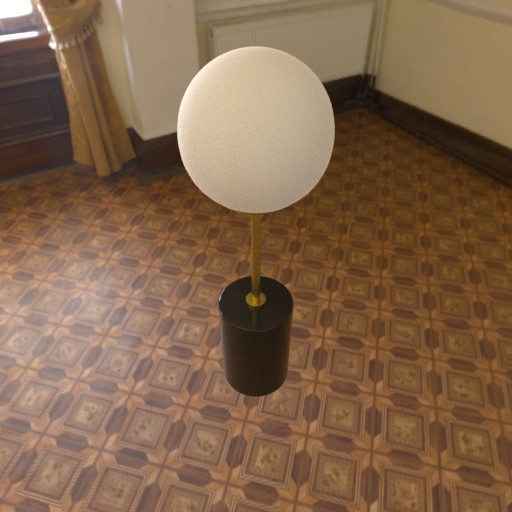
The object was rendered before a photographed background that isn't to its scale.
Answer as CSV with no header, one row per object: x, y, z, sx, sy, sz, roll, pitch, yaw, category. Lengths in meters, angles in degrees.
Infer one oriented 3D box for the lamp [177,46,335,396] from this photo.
0.000,0.000,0.546,0.153,0.480,0.153,0,42,0,lamp
